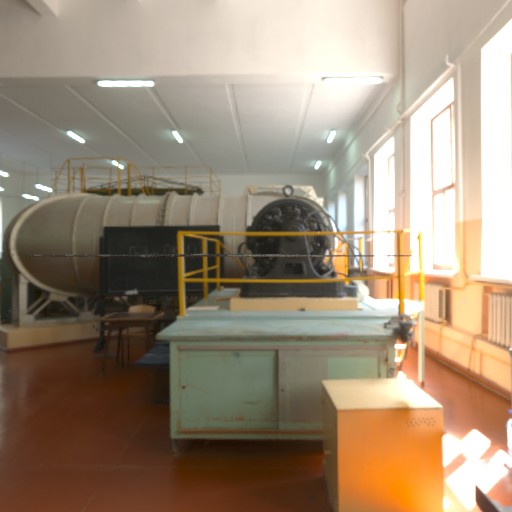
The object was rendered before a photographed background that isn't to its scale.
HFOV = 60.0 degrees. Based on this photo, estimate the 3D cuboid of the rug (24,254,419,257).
[{"bbox_3d":[0.000,0.000,3.060,1.520,0.015,2.434,0,0,36],"label":"rug"}]
